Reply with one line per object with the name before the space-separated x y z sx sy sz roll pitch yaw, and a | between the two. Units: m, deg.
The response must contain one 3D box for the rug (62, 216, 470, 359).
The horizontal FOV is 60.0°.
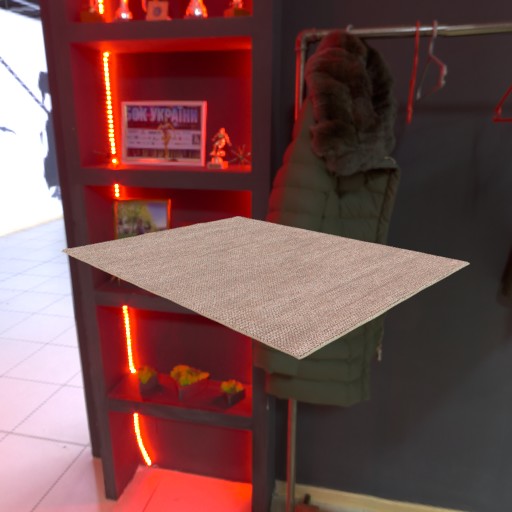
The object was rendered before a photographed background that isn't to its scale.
rug | 0.000 0.000 4.207 3.052 0.030 2.429 15 22 42
